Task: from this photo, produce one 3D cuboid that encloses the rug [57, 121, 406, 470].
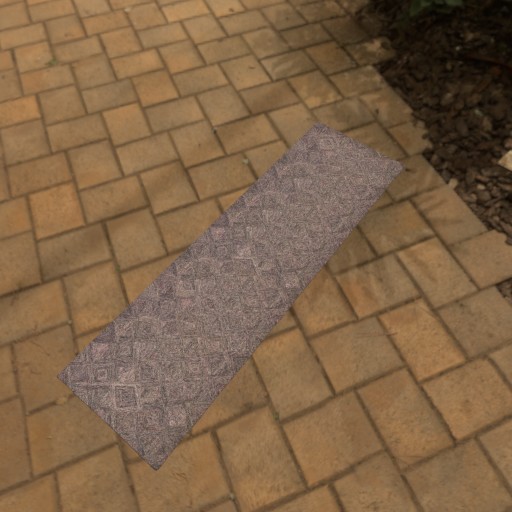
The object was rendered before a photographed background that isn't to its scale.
[{"bbox_3d":[0.000,0.000,2.531,0.691,0.011,2.296,34,64,19],"label":"rug"}]
